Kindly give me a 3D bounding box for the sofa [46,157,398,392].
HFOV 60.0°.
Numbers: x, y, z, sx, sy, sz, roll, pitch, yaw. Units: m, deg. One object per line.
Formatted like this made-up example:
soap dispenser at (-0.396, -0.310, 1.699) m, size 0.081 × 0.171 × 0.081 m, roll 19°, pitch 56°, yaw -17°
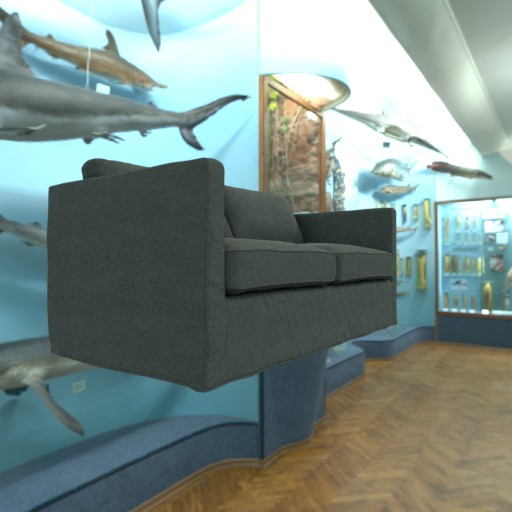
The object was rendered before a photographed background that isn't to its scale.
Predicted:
sofa at (0.000, 0.000, 2.346) m, size 0.974 × 0.854 × 1.802 m, roll 0°, pitch -1°, yaw 36°
